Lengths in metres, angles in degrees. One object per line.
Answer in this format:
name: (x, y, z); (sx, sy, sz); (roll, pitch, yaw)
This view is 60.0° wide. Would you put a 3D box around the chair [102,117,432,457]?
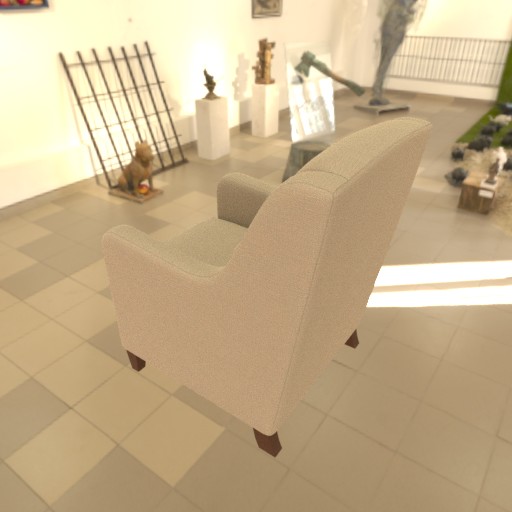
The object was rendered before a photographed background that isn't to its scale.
chair: (0.000, 0.000, 1.616); (0.896, 1.017, 0.715); (20, 36, 30)
